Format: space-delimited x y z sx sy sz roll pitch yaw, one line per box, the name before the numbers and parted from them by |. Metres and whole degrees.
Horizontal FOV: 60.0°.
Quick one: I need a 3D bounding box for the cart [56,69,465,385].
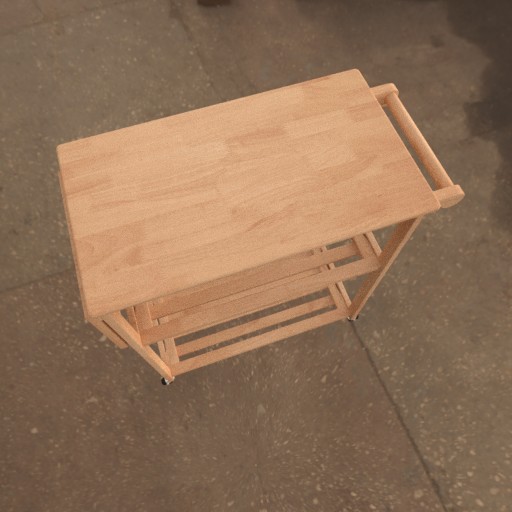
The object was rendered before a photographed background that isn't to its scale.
cart | 0.000 0.000 1.373 0.853 0.879 0.432 -17 66 -8
